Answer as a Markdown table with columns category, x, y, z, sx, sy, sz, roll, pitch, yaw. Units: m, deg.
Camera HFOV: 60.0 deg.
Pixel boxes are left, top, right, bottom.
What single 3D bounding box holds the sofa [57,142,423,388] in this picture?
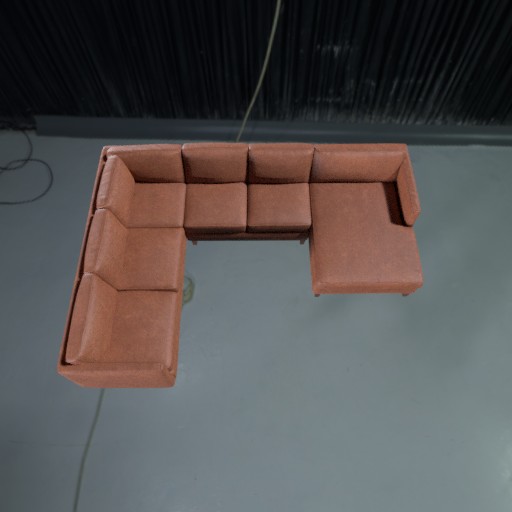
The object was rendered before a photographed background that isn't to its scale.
| category | x | y | z | sx | sy | sz | roll | pitch | yaw |
| --- | --- | --- | --- | --- | --- | --- | --- | --- | --- |
| sofa | 0.000 | 0.000 | 4.625 | 3.460 | 0.923 | 2.593 | 0 | 62 | 0 |
